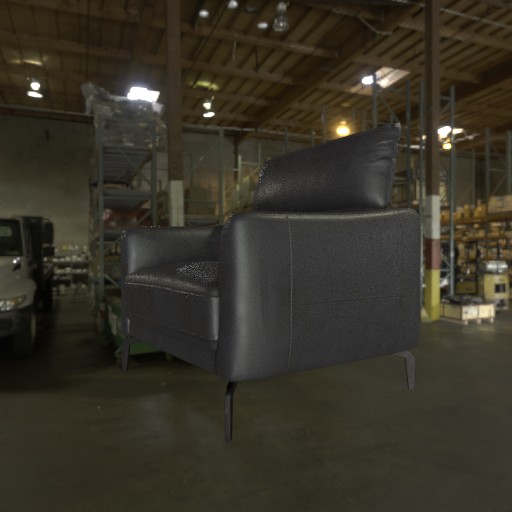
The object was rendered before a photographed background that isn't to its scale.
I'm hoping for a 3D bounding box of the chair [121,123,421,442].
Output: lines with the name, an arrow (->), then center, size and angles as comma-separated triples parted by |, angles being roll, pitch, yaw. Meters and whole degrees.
chair -> 0.000, 0.000, 1.690 | 0.809, 0.949, 0.976 | 0, 0, -35
